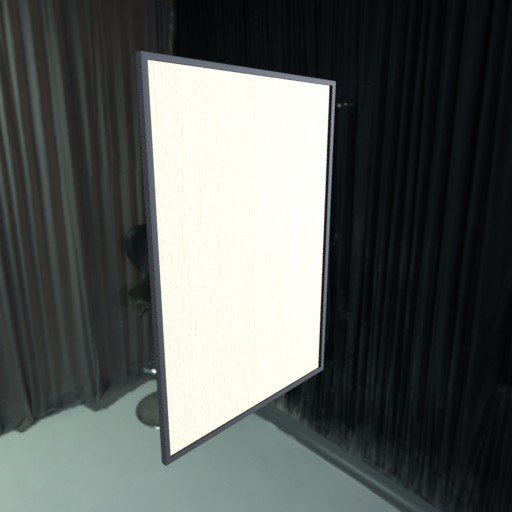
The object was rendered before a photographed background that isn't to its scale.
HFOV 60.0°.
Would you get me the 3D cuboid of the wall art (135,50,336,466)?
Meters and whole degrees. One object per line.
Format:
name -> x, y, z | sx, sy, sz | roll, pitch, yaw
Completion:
wall art -> 0.000, 0.000, 0.839 | 0.013, 0.657, 0.457 | 14, 20, 42
